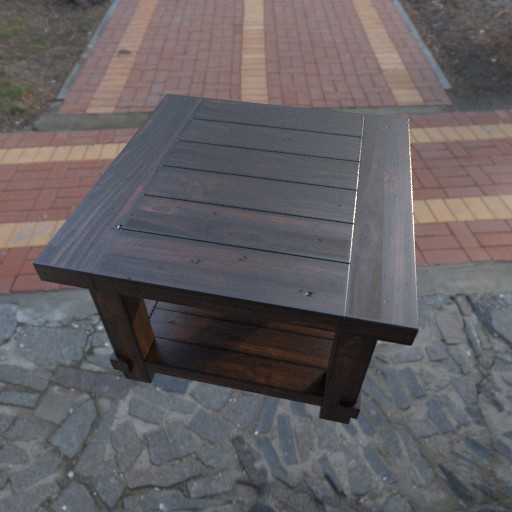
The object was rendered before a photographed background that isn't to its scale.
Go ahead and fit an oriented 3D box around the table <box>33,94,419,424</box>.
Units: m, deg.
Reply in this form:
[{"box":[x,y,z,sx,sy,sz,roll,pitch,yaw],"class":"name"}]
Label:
[{"box":[0.000,0.000,1.018,0.593,0.437,0.606,9,46,9],"class":"table"}]
